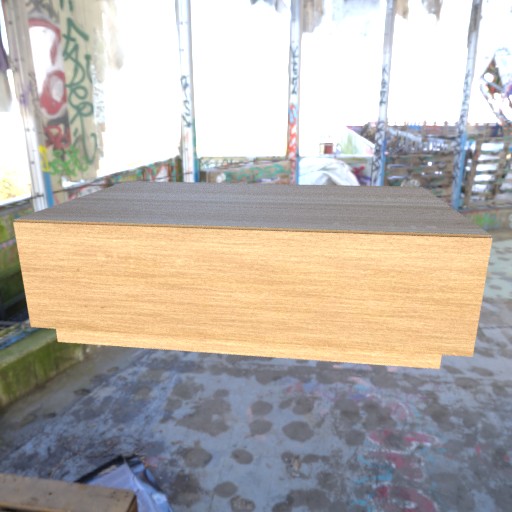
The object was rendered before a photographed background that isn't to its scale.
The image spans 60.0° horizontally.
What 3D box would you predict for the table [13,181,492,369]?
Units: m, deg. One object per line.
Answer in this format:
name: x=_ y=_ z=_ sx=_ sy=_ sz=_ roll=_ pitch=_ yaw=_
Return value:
table: x=0.000 y=0.000 z=1.388 sx=1.110 sy=0.353 sz=0.678 roll=2 pitch=18 yaw=8
